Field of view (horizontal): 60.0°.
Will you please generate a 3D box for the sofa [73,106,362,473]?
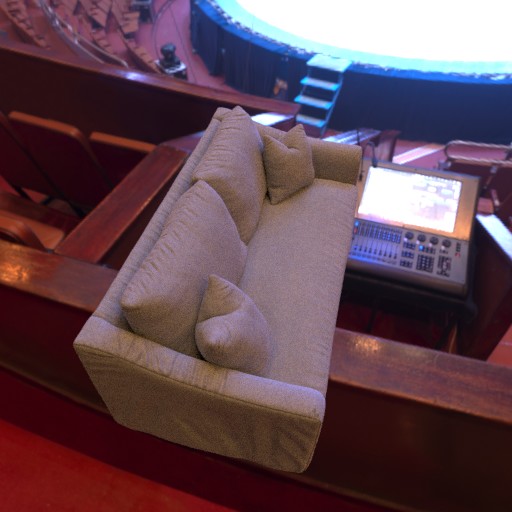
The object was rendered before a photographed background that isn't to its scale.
[{"bbox_3d":[0.000,0.000,2.616,1.072,1.018,2.010,10,47,10],"label":"sofa"}]
